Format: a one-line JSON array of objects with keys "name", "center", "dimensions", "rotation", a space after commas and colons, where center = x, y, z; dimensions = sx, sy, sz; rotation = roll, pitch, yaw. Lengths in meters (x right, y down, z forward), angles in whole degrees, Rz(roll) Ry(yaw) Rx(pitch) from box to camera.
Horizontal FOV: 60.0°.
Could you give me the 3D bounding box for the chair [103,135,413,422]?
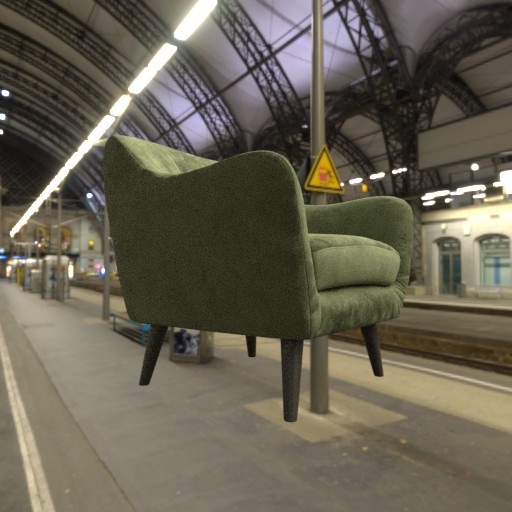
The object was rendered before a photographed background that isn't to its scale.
[{"name": "chair", "center": [0.000, 0.000, 1.471], "dimensions": [0.819, 0.804, 0.840], "rotation": [-1, -2, 37]}]
